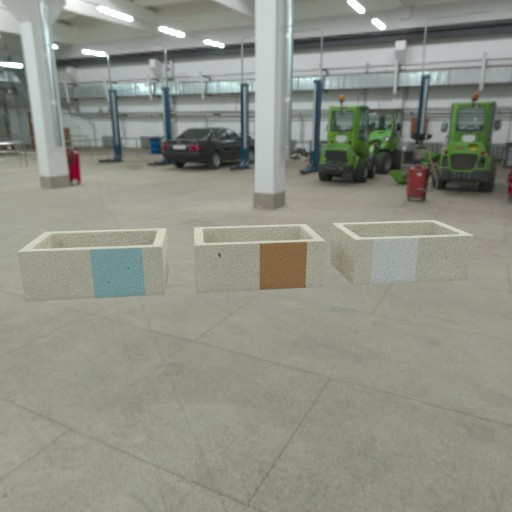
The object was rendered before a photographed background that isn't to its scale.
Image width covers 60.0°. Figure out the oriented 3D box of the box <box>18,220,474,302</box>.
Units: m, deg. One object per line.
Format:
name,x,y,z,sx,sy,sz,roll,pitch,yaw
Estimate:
box,0.000,0.000,0.489,0.461,0.051,0.082,-2,17,-8
